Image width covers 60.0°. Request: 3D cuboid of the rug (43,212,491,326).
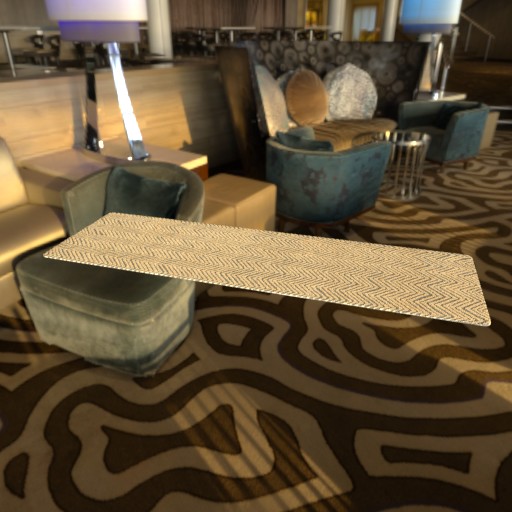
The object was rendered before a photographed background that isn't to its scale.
[{"bbox_3d":[0.000,0.000,2.457,2.286,0.008,0.686,8,28,15],"label":"rug"}]
